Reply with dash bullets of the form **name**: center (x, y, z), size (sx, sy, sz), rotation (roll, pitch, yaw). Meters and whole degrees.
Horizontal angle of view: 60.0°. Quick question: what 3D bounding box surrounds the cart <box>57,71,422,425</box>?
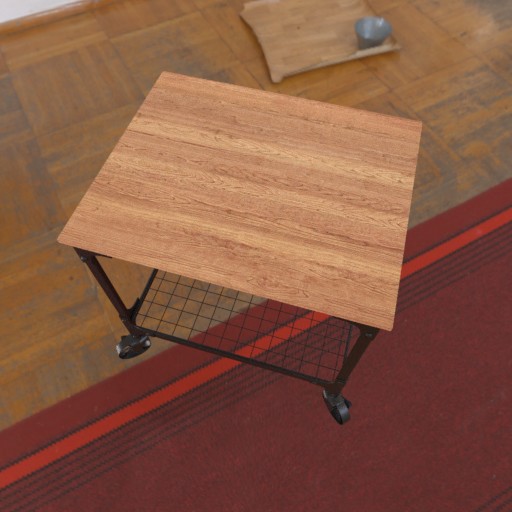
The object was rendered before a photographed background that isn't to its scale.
- **cart**: center (0.000, 0.000, 1.113), size (0.666, 0.603, 0.558), rotation (14, 60, 8)
